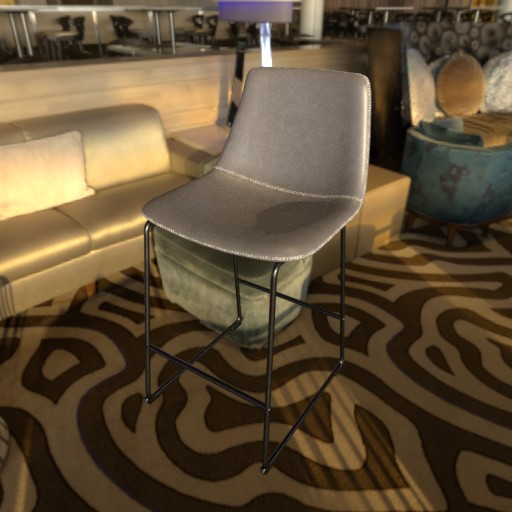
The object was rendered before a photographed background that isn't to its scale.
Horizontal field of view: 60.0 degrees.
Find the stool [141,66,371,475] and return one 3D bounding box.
[{"bbox_3d":[0.000,0.000,1.174,0.470,0.876,0.546,18,34,29],"label":"stool"}]
